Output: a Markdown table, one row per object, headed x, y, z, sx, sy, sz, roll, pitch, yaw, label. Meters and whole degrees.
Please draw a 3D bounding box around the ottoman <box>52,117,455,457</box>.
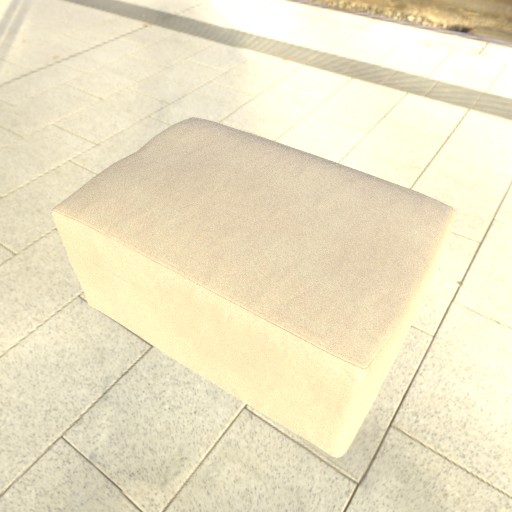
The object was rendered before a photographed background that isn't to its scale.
| x | y | z | sx | sy | sz | roll | pitch | yaw | label |
| --- | --- | --- | --- | --- | --- | --- | --- | --- | --- |
| 0.000 | 0.000 | 1.215 | 0.872 | 0.444 | 0.590 | 25 | 51 | 22 | ottoman |
